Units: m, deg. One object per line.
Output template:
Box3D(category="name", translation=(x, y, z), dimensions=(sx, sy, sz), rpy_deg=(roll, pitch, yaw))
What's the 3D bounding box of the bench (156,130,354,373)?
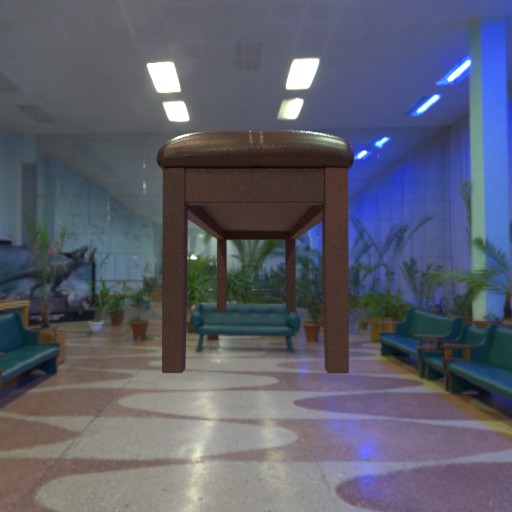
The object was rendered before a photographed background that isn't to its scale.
Box3D(category="bench", translation=(0.000, 0.000, 1.487), dimensions=(0.401, 0.491, 1.259), rpy_deg=(0, -1, 0))
